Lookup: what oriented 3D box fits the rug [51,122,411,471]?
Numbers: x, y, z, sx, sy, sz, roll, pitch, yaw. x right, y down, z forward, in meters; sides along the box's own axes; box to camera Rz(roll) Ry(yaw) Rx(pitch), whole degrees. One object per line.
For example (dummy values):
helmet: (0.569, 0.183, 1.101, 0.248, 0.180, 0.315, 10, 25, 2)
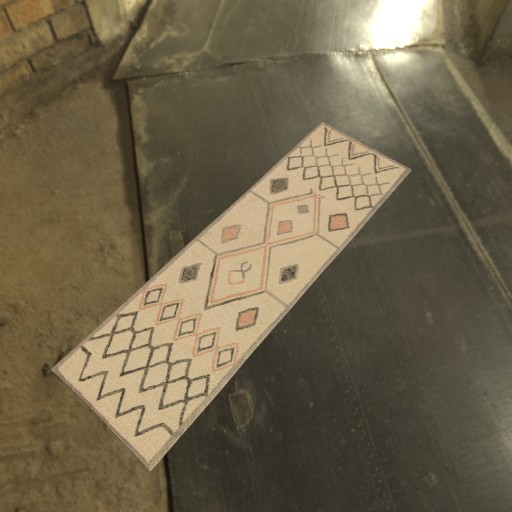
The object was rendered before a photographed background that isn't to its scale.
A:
rug: (0.000, 0.000, 2.669, 0.750, 0.011, 2.435, 35, 64, 20)
